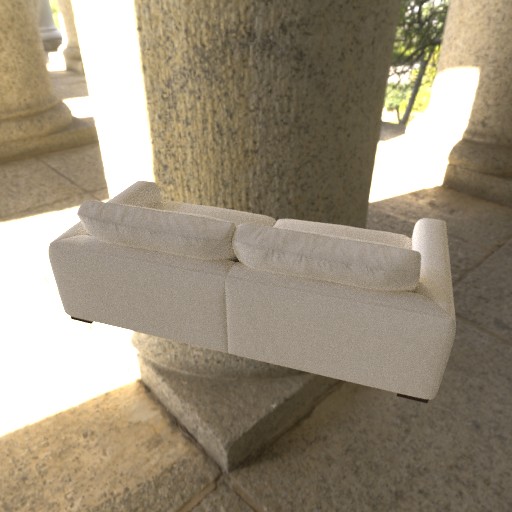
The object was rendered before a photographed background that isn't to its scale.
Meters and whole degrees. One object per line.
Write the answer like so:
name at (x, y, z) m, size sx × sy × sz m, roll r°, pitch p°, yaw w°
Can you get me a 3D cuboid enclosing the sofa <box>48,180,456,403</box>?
sofa at (0.000, 0.000, 2.782) m, size 2.262 × 0.801 × 1.070 m, roll 10°, pitch 34°, yaw 15°
